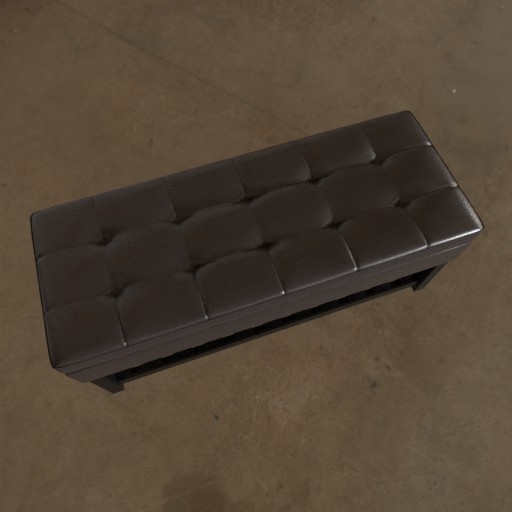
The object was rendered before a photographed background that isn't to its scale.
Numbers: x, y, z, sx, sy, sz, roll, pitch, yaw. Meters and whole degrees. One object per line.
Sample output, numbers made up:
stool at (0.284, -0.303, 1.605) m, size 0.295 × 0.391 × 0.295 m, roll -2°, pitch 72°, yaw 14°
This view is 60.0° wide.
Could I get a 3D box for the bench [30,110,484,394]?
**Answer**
bench at (0.000, 0.000, 1.323) m, size 1.105 × 0.460 × 0.432 m, roll -17°, pitch 66°, yaw -8°
